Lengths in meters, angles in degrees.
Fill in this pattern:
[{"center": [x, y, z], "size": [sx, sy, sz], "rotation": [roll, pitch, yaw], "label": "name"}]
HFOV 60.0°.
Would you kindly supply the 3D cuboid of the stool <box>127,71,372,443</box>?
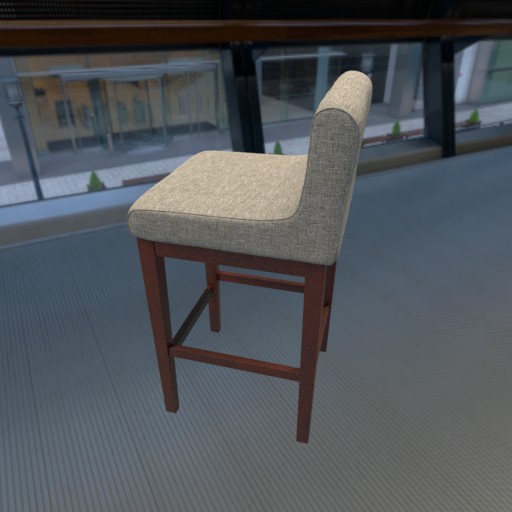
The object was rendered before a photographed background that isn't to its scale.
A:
[{"center": [0.000, 0.000, 1.109], "size": [0.459, 0.835, 0.417], "rotation": [8, 31, 13], "label": "stool"}]
